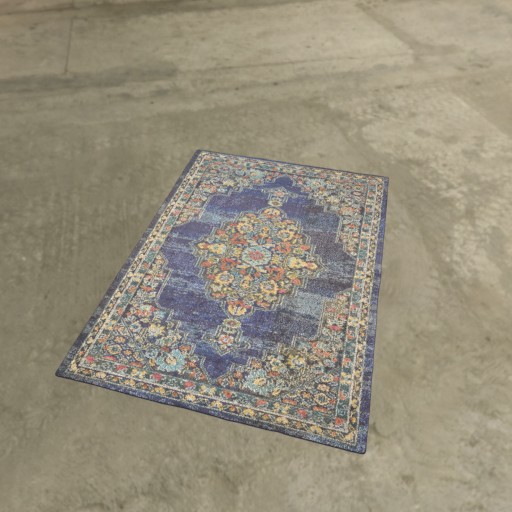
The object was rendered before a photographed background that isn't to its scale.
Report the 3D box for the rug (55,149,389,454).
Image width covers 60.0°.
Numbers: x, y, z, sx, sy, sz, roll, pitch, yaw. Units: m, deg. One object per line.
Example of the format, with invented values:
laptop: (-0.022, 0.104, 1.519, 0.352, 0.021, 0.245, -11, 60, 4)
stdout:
rug: (0.000, 0.000, 2.938, 1.630, 0.009, 2.232, 11, 47, 10)
